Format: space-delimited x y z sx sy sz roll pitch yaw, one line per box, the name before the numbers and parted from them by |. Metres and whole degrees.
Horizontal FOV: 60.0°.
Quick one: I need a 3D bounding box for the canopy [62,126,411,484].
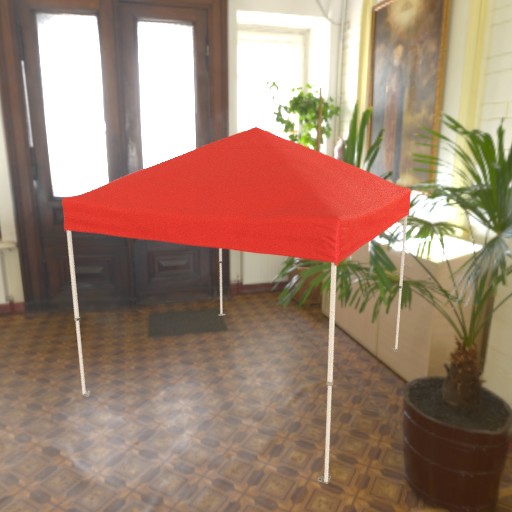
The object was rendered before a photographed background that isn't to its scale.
canopy | 0.000 0.000 5.339 2.996 2.997 2.998 7 15 27
